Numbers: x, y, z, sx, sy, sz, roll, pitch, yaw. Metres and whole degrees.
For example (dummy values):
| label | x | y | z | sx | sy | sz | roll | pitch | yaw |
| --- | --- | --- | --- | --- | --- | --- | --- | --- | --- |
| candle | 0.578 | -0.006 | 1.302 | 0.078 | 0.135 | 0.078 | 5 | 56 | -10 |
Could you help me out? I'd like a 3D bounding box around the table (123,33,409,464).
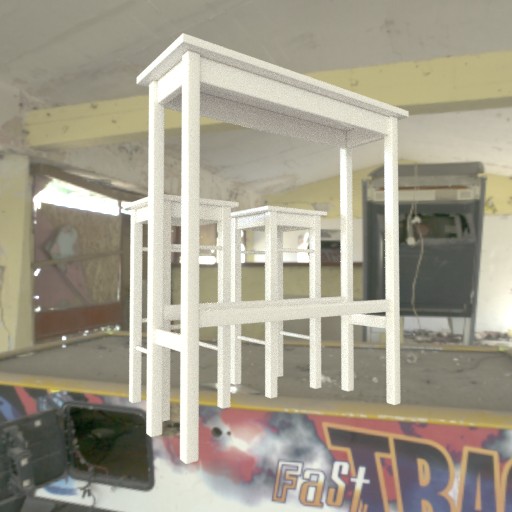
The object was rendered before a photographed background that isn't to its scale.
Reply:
| label | x | y | z | sx | sy | sz | roll | pitch | yaw |
| --- | --- | --- | --- | --- | --- | --- | --- | --- | --- |
| table | 0.000 | 0.000 | 1.605 | 0.915 | 1.065 | 0.650 | 1 | -2 | -36 |
